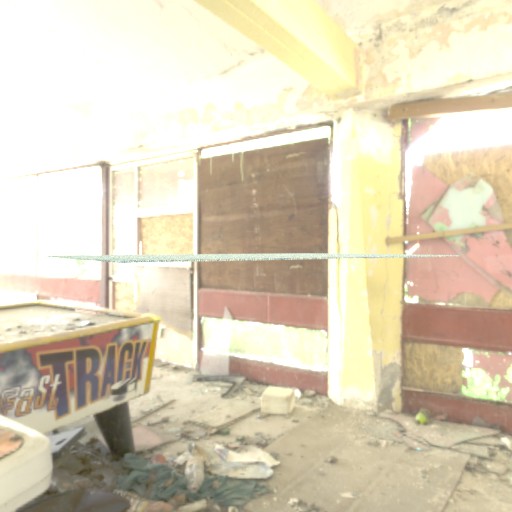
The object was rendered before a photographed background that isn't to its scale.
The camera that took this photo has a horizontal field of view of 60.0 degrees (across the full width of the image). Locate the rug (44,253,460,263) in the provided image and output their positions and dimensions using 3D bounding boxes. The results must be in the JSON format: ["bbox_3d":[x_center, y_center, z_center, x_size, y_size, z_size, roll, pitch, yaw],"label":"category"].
[{"bbox_3d":[0.000,0.000,2.226,1.752,0.006,1.142,-1,1,-36],"label":"rug"}]
